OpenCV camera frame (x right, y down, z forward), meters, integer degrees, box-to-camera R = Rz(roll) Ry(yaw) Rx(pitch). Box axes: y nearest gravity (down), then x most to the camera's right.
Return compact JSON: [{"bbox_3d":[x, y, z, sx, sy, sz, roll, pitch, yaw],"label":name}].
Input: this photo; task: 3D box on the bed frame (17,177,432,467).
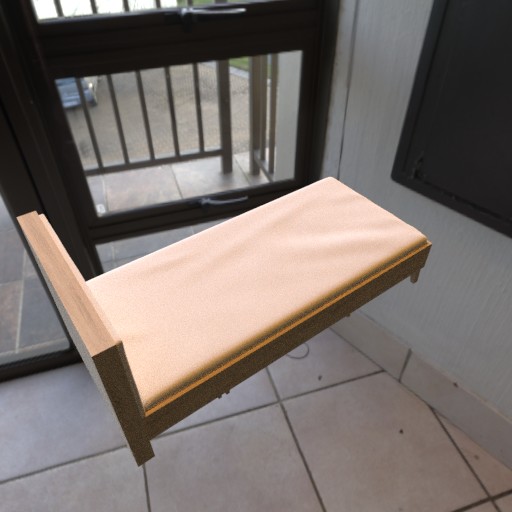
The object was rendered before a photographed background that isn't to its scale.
[{"bbox_3d":[0.000,0.000,2.619,2.140,0.920,0.990,-26,48,-26],"label":"bed frame"}]
